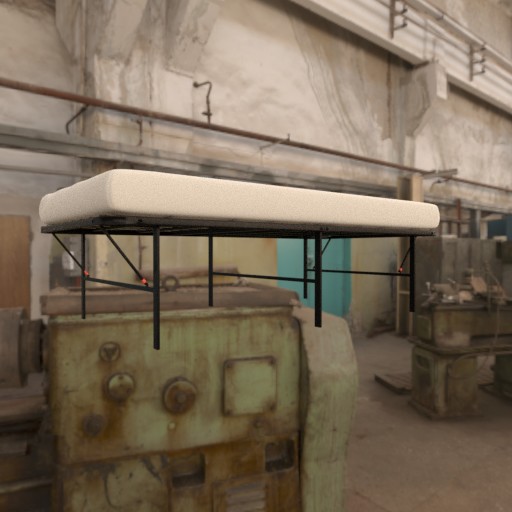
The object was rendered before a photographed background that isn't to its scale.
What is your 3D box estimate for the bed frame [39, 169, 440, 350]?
[{"bbox_3d":[0.000,0.000,2.314,1.903,0.619,0.989,-1,1,-37],"label":"bed frame"}]
